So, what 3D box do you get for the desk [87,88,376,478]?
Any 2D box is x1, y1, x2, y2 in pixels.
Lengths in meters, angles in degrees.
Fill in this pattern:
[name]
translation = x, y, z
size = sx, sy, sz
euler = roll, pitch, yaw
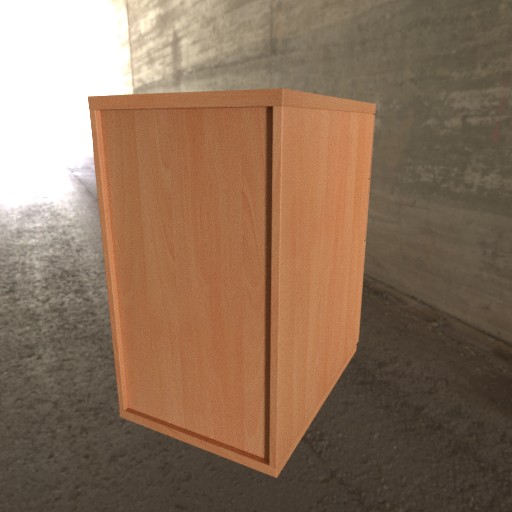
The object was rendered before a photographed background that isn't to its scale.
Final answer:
[desk]
translation = 0.000, 0.000, 1.103
size = 0.404, 0.730, 0.600
euler = 8, 19, 26
